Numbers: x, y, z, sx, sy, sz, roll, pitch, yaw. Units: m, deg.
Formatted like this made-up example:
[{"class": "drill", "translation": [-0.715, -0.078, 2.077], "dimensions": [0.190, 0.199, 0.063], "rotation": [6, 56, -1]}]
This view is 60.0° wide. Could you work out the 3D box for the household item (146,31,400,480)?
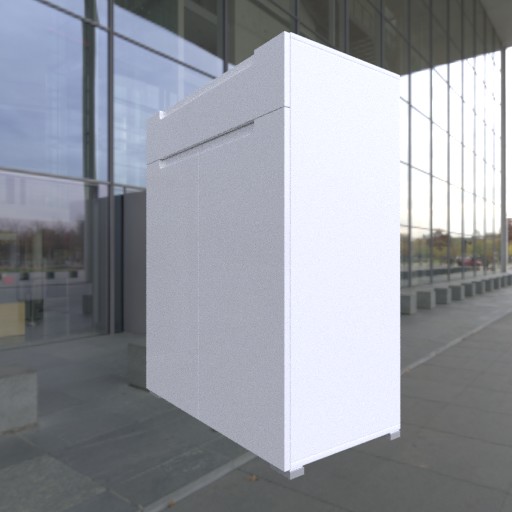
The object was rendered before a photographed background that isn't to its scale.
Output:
[{"class": "household item", "translation": [0.000, 0.000, 1.433], "dimensions": [0.420, 1.010, 0.790], "rotation": [0, 0, -36]}]
